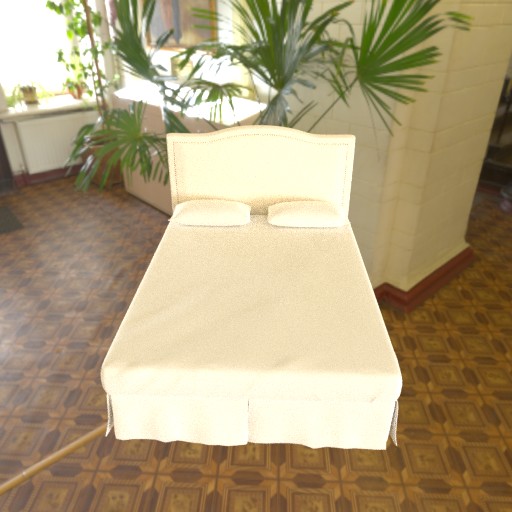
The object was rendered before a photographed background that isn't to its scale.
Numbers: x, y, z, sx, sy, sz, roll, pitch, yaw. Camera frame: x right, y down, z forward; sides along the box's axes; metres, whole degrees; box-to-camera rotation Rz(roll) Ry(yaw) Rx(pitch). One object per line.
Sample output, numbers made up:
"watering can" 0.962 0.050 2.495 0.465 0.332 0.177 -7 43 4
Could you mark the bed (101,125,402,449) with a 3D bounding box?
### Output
"bed" 0.000 0.000 3.361 1.821 1.436 2.282 1 30 2
